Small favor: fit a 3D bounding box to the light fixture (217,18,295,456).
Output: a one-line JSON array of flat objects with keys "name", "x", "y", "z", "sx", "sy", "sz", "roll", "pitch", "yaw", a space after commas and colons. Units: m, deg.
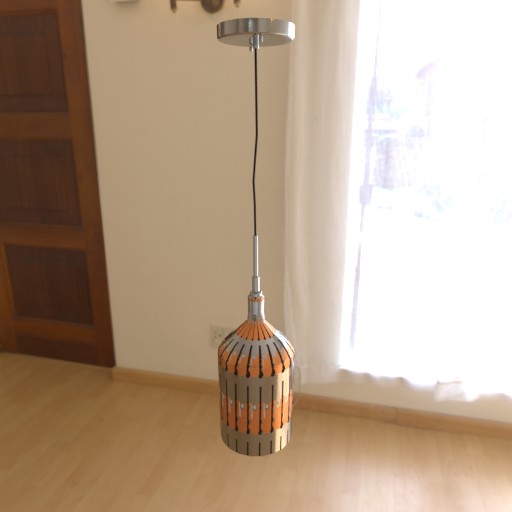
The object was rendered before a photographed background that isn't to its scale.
[{"name": "light fixture", "x": 0.000, "y": 0.000, "z": 1.642, "sx": 0.303, "sy": 1.535, "sz": 0.303, "roll": 0, "pitch": 17, "yaw": 0}]
